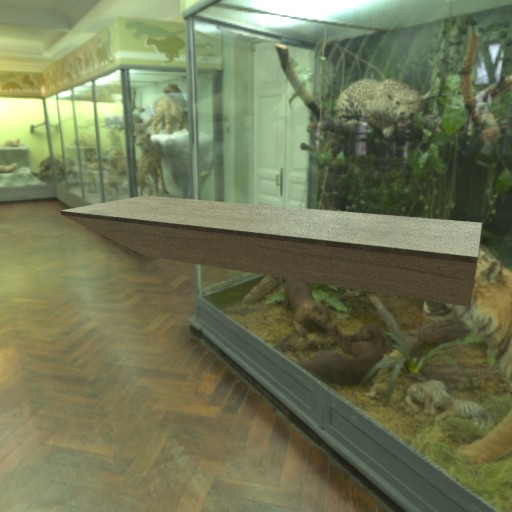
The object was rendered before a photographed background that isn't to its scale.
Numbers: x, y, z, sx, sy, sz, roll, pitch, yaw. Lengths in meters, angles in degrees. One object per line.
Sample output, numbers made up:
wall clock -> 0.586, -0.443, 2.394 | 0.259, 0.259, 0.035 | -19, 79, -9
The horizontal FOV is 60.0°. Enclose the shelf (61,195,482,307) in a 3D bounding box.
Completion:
shelf -> 0.000, 0.000, 0.687 | 0.610, 0.125, 0.200 | 8, 17, 26
